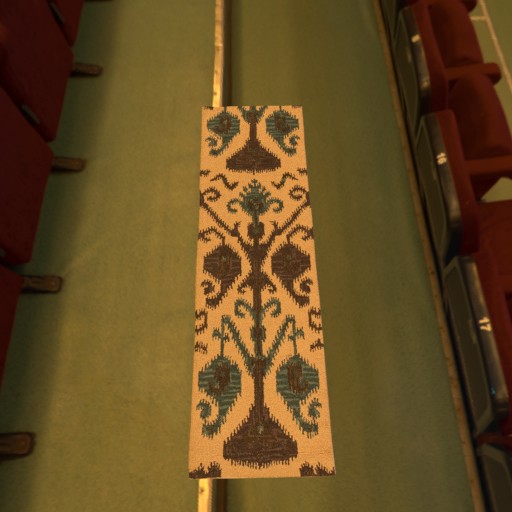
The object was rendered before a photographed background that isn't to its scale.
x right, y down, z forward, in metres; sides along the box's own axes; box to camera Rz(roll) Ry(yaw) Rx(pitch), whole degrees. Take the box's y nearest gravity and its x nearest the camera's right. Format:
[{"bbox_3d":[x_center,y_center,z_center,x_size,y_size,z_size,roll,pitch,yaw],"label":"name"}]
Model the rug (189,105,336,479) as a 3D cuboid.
[{"bbox_3d":[0.000,0.000,2.565,0.692,0.017,2.301,-1,64,-1],"label":"rug"}]
